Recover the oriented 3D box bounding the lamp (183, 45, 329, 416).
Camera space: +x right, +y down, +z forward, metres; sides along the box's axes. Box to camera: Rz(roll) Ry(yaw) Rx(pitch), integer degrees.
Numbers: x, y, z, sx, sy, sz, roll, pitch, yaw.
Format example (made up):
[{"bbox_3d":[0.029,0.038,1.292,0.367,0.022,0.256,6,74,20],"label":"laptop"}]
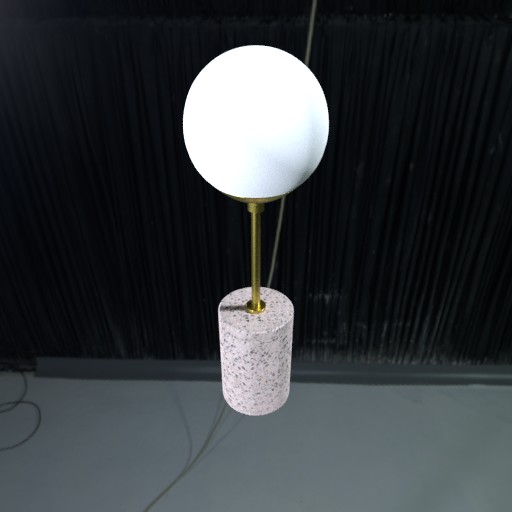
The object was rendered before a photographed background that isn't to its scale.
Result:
[{"bbox_3d":[0.000,0.000,0.558,0.153,0.480,0.153,0,31,0],"label":"lamp"}]
